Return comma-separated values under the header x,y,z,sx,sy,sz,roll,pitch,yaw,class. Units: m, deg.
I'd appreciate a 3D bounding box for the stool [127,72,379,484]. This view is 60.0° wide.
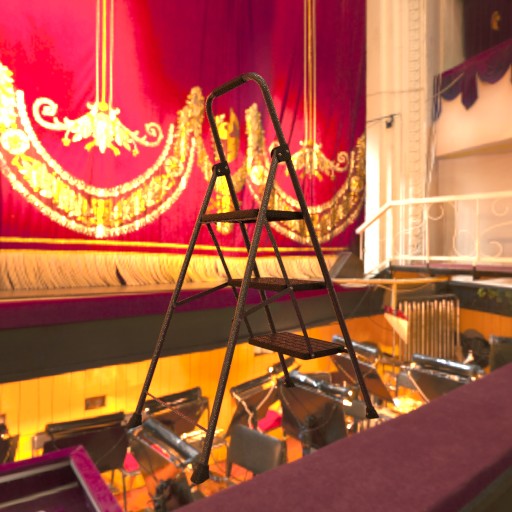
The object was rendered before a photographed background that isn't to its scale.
x,y,z,sx,sy,sz,roll,pitch,yaw,class
0.000,0.000,1.495,0.733,1.121,0.473,-1,1,-37,stool
